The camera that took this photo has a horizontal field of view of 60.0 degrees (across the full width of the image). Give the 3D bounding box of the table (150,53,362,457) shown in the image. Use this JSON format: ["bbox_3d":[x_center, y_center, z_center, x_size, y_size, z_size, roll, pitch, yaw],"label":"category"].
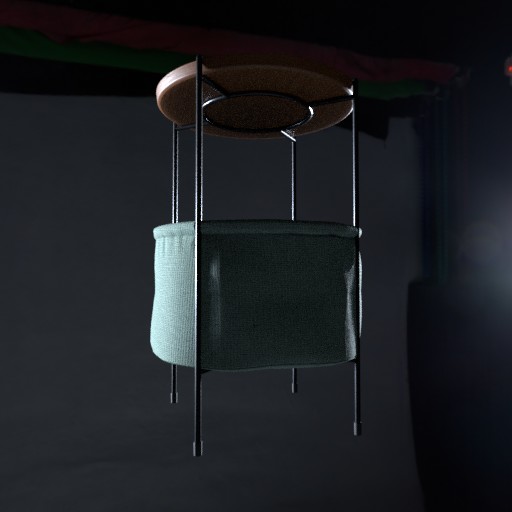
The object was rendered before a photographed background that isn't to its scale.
[{"bbox_3d":[0.000,0.000,0.867,0.400,0.623,0.400,1,-2,-18],"label":"table"}]
